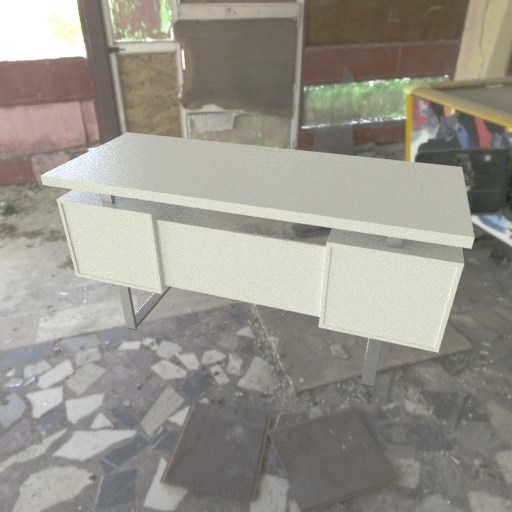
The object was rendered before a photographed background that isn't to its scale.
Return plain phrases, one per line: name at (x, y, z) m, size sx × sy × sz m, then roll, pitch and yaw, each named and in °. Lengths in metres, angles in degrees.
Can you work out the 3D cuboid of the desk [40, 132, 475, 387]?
desk at (0.000, 0.000, 1.924) m, size 1.530 × 0.773 × 0.603 m, roll 10°, pitch 33°, yaw 16°
